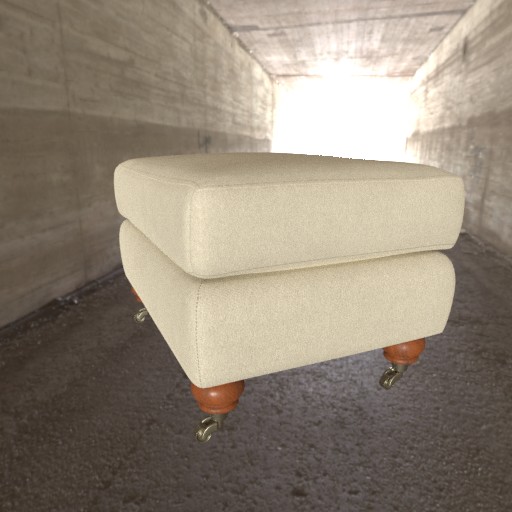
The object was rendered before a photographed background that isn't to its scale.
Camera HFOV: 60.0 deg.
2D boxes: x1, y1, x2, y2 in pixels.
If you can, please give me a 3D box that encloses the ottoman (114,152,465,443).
[{"bbox_3d":[0.000,0.000,1.100,0.569,0.499,0.773,-7,16,-24],"label":"ottoman"}]
